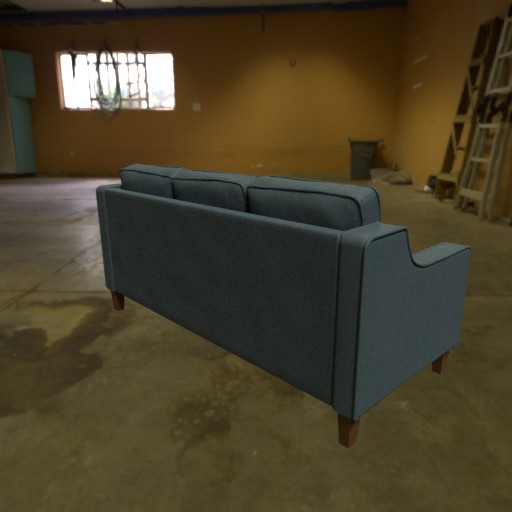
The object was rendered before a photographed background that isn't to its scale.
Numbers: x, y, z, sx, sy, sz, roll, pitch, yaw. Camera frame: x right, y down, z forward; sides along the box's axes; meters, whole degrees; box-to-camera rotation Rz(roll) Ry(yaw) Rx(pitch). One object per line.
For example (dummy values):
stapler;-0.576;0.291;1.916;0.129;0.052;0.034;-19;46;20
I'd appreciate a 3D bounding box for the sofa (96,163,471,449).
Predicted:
sofa;0.000;0.000;2.492;0.911;0.974;1.986;-14;21;-42
